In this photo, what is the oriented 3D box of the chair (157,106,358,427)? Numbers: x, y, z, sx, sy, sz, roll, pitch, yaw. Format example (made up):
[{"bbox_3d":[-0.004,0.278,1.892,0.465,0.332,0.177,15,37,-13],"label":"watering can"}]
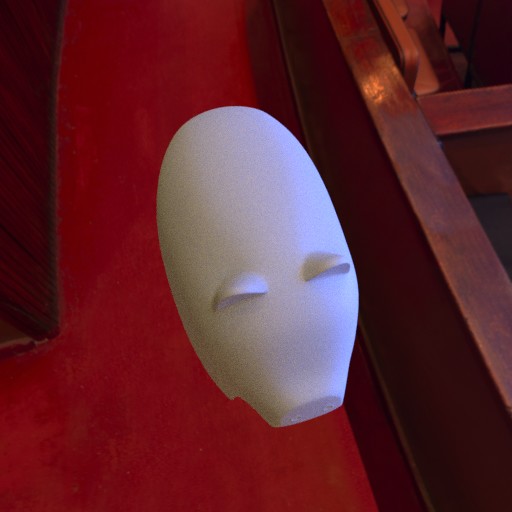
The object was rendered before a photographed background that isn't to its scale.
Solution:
[{"bbox_3d":[0.000,0.000,0.859,0.364,0.423,0.619,-16,65,-8],"label":"chair"}]
